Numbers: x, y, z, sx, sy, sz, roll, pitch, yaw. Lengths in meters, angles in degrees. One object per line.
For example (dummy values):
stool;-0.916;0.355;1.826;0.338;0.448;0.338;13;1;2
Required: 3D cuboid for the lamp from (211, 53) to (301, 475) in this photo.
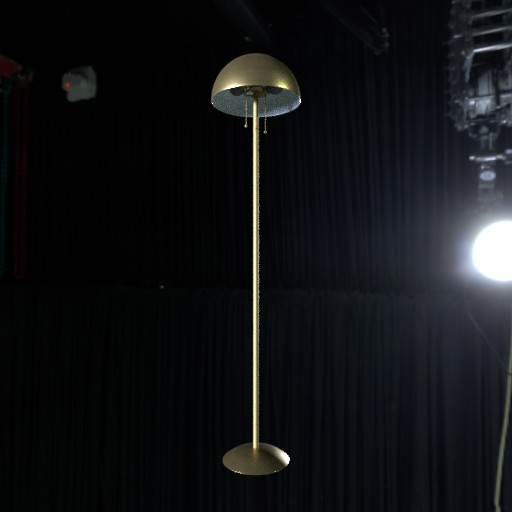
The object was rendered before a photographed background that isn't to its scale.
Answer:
lamp;0.000;0.000;1.626;0.328;1.480;0.328;0;-1;17
